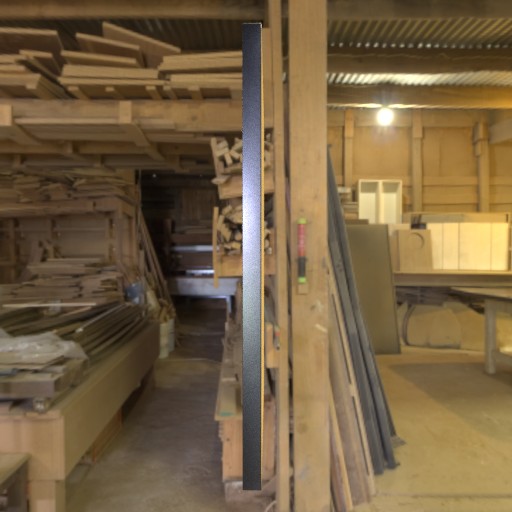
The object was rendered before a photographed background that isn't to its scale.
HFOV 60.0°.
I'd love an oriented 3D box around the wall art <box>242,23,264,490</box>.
[{"bbox_3d":[0.000,0.000,0.588,0.019,0.455,0.314,0,1,1],"label":"wall art"}]
